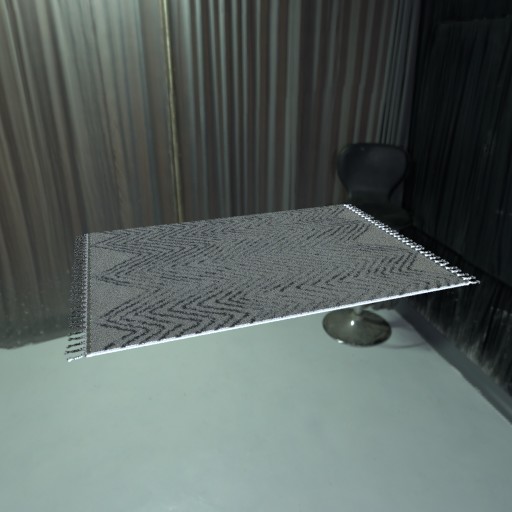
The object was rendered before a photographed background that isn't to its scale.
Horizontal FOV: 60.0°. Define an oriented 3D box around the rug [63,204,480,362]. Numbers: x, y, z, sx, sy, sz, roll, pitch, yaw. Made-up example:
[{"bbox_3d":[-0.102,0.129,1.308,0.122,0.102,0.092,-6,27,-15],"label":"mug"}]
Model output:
[{"bbox_3d":[0.000,0.000,2.348,1.847,0.014,1.230,-8,26,-17],"label":"rug"}]
